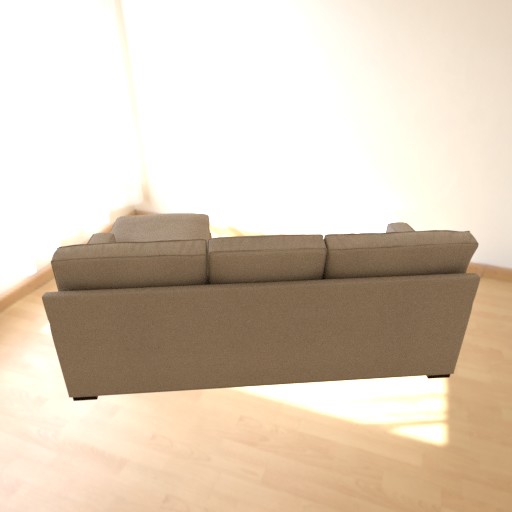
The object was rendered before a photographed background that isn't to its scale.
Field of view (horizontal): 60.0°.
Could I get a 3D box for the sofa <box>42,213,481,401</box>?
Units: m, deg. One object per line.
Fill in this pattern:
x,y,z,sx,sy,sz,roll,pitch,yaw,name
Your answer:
0.000,0.000,2.842,2.087,0.861,1.496,-2,29,-4,sofa
